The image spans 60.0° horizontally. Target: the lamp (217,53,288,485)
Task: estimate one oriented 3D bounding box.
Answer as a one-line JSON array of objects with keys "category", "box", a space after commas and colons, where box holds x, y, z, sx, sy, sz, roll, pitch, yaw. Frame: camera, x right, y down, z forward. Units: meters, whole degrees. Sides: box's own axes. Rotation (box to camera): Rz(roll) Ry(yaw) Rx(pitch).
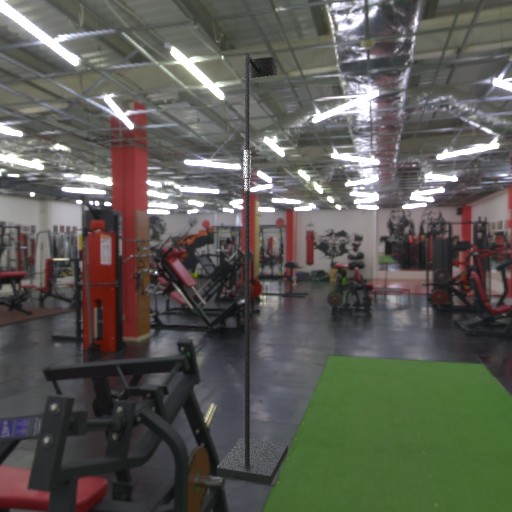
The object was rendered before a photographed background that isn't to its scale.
[{"category": "lamp", "box": [0.000, 0.000, 1.700, 0.203, 1.600, 0.304, 0, 1, 18]}]
